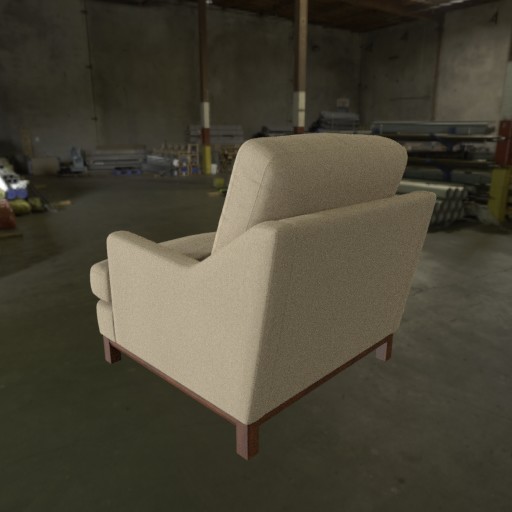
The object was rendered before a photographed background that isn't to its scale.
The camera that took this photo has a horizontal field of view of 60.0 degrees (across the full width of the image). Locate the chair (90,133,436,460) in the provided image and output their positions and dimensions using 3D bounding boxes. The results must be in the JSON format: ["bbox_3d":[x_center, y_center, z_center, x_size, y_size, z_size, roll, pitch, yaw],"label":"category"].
[{"bbox_3d":[0.000,0.000,1.711,1.001,0.916,0.912,15,21,42],"label":"chair"}]
